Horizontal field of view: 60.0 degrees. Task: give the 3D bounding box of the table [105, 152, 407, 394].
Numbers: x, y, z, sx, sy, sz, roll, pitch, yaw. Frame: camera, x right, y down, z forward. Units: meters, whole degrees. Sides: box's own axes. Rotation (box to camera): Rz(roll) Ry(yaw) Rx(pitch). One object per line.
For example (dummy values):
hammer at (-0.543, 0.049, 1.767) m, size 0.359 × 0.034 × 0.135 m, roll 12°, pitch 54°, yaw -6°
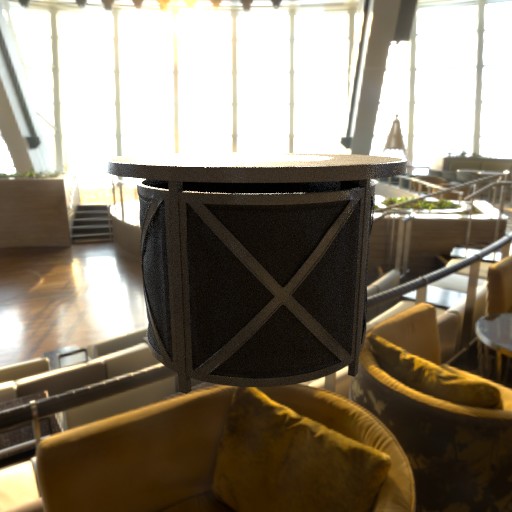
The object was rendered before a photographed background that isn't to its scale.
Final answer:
table at (0.000, 0.000, 1.497) m, size 0.914 × 0.650 × 0.914 m, roll 0°, pitch 15°, yaw 0°
